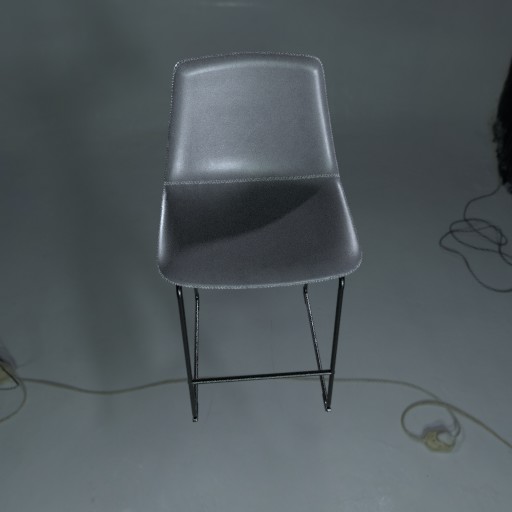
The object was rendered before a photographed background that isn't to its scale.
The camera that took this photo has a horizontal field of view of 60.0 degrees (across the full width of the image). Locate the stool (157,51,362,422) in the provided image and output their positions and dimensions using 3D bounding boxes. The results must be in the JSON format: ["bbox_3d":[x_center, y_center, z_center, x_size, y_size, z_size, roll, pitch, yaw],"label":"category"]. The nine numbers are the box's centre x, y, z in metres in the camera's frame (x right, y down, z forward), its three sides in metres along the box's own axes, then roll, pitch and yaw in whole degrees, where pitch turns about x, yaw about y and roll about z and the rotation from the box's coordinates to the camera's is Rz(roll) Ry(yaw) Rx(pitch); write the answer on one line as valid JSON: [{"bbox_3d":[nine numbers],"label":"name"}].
[{"bbox_3d":[0.000,0.000,1.201,0.470,0.876,0.546,-3,48,-3],"label":"stool"}]
